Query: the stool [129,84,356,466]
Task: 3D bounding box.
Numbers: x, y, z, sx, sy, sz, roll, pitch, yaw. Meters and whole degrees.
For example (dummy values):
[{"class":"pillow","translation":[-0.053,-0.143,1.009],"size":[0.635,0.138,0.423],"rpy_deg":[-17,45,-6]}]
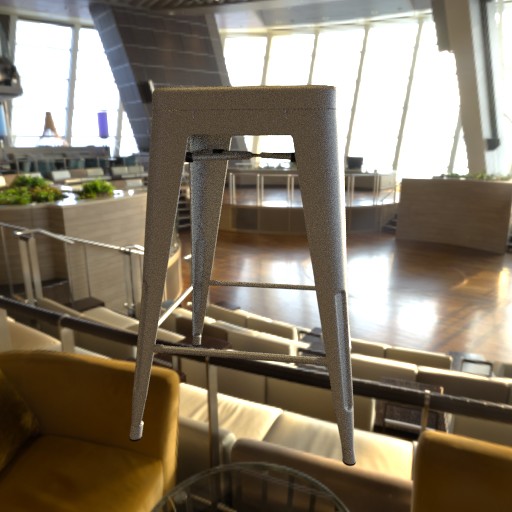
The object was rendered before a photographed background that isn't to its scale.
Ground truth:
[{"class":"stool","translation":[0.000,0.000,0.888],"size":[0.406,0.610,0.406],"rpy_deg":[2,15,9]}]
